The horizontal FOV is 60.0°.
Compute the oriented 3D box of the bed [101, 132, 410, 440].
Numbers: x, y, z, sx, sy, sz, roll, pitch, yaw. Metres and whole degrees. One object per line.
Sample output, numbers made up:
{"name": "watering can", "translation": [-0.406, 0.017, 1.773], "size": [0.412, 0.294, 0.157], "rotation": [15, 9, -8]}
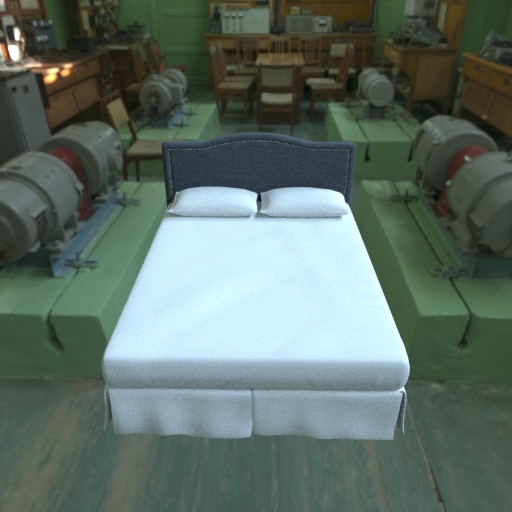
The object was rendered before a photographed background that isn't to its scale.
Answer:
{"name": "bed", "translation": [0.000, 0.000, 3.915], "size": [2.161, 1.457, 2.689], "rotation": [0, 31, 1]}
